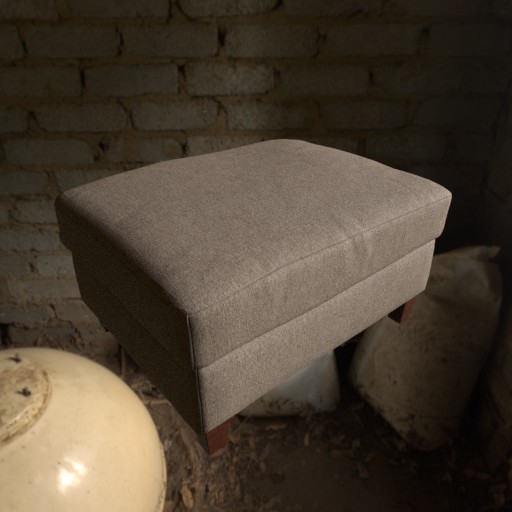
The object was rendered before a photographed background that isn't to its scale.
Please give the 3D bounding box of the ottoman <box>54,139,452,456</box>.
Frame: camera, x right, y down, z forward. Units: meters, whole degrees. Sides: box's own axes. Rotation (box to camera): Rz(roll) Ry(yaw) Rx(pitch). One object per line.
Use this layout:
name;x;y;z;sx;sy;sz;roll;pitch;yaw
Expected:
ottoman;0.000;0.000;1.295;0.889;0.511;0.692;-23;37;-34
